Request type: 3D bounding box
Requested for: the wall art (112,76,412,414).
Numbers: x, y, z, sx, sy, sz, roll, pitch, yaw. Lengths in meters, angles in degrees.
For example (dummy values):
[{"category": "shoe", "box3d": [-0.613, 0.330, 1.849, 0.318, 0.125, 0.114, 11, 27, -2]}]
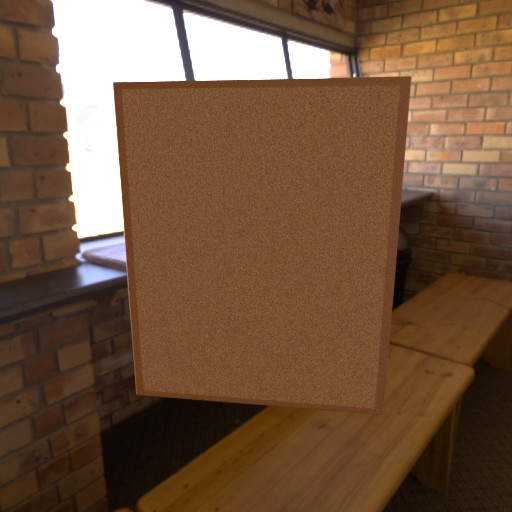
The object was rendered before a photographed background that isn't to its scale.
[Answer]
[{"category": "wall art", "box3d": [0.000, 0.000, 0.509, 0.310, 0.379, 0.015, 2, 15, 8]}]
